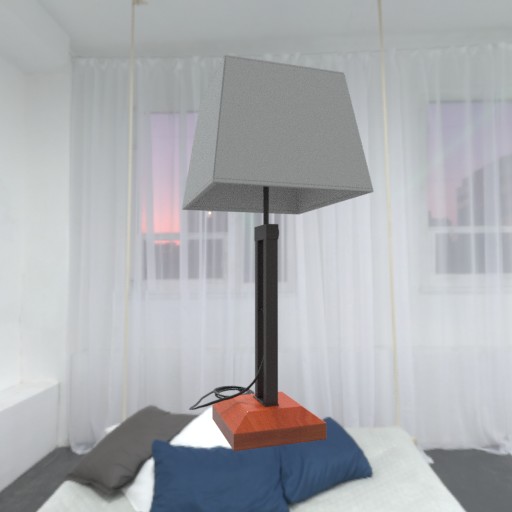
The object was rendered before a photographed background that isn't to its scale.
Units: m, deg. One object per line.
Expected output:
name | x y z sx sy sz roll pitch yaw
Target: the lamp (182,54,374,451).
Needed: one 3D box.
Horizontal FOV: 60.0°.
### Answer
lamp | 0.000 0.000 1.018 0.310 0.737 0.498 1 -2 -17
